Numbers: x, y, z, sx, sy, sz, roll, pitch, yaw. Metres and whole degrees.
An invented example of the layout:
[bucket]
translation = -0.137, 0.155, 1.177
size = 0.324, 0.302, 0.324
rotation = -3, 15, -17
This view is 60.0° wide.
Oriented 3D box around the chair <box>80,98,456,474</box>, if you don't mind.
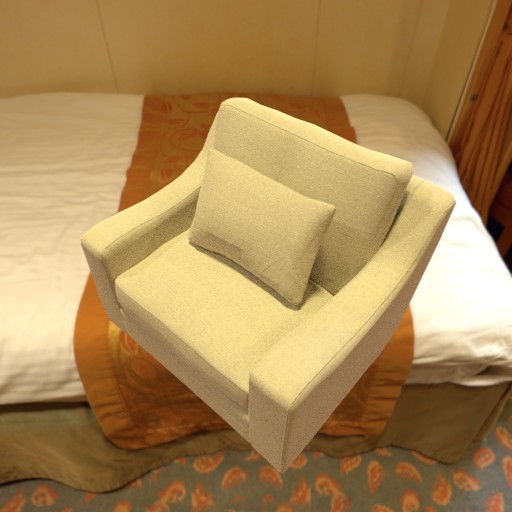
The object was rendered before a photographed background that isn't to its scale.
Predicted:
[chair]
translation = 0.000, 0.000, 1.922
size = 1.178, 1.016, 1.009
rotation = 32, 54, 28
